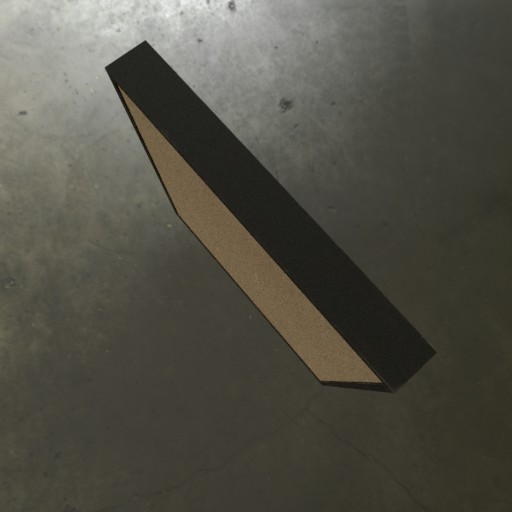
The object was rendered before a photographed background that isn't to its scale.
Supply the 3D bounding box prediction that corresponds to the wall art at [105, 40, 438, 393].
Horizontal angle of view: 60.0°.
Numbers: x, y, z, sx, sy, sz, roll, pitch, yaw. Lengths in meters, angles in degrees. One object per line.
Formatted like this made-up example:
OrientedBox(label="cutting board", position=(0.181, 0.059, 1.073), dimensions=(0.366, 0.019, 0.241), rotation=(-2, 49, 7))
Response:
OrientedBox(label="wall art", position=(0.000, 0.000, 0.450), dimensions=(0.038, 0.305, 0.305), rotation=(-39, 78, -10))
